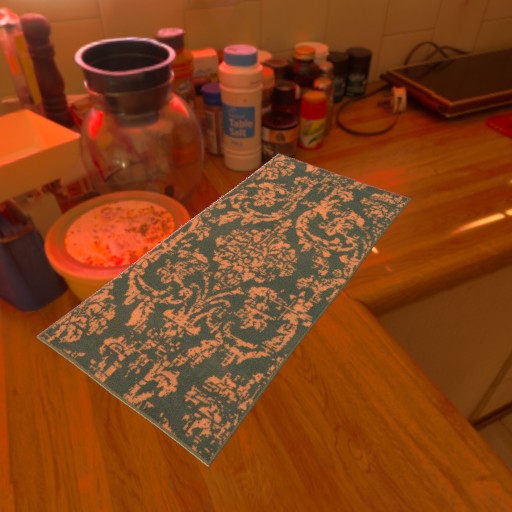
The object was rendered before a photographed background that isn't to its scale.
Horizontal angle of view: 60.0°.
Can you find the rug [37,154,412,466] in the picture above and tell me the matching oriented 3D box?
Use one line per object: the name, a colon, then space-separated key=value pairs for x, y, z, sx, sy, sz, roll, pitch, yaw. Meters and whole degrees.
rug: x=0.000 y=0.000 z=1.445 sx=0.604 sy=0.007 sz=1.219 roll=25 pitch=47 yaw=25
